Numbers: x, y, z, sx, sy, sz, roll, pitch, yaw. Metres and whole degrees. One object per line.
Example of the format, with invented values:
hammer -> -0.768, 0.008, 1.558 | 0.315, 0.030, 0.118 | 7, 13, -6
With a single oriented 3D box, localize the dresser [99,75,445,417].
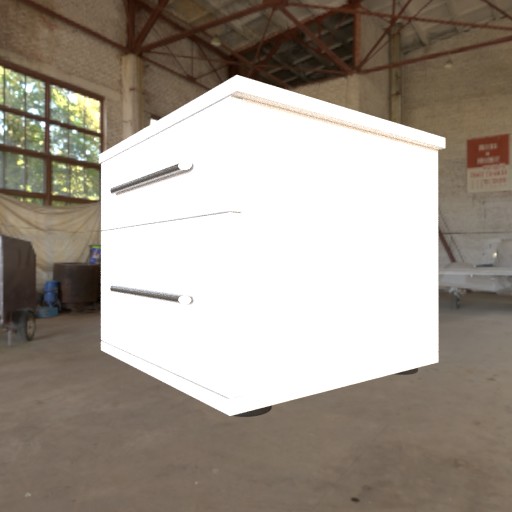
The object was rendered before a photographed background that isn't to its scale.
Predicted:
dresser -> 0.000, 0.000, 0.726 | 0.400, 0.360, 0.430 | 0, 0, -37
